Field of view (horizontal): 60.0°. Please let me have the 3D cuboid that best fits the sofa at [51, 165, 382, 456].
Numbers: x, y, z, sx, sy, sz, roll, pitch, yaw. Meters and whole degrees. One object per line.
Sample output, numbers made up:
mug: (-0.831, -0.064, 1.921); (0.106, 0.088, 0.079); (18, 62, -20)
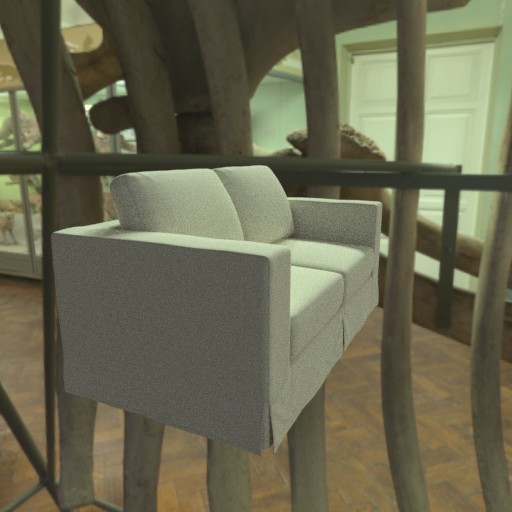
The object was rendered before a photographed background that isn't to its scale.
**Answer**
sofa: (0.000, 0.000, 2.400); (1.009, 0.932, 1.813); (6, 14, 26)
